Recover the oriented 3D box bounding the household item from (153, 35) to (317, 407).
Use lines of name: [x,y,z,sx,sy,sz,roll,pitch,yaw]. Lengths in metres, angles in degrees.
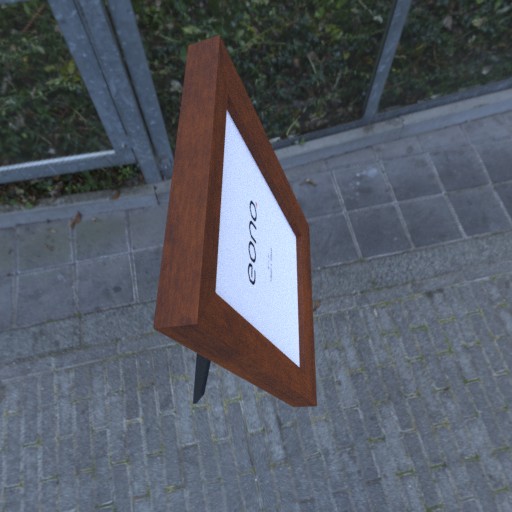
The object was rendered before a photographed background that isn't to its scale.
household item: [0.000,0.000,0.290,0.096,0.204,0.160,1,63,0]
